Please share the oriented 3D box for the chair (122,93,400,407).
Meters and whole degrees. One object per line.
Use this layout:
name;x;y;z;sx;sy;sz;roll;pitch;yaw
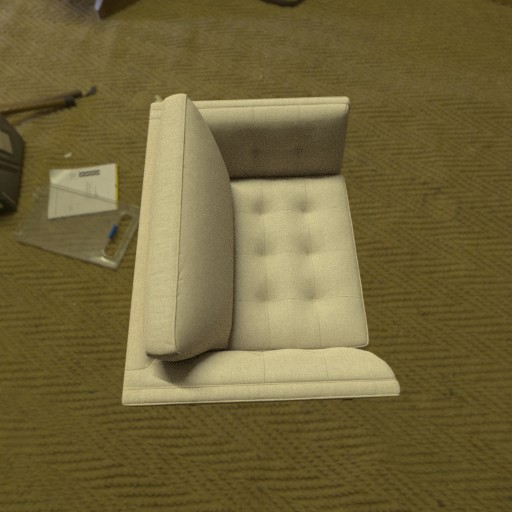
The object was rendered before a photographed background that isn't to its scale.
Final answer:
chair;0.000;0.000;2.078;0.965;0.940;1.397;-2;63;-1
